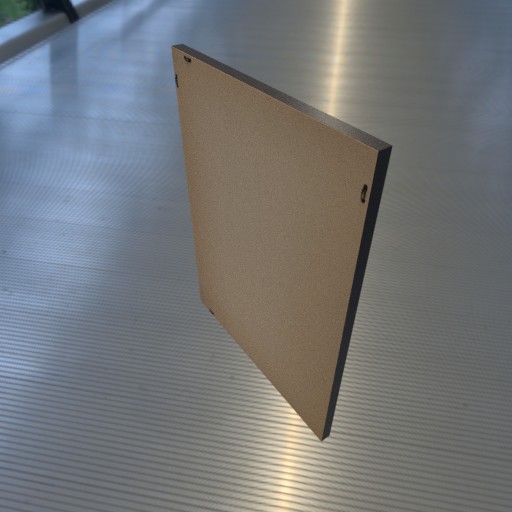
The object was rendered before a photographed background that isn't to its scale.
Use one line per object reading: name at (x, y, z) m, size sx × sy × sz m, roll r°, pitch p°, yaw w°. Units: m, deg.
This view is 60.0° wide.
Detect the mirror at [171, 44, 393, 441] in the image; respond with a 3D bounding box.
mirror at (0.000, 0.000, 1.328) m, size 0.041 × 1.016 × 0.762 m, roll -25°, pitch 46°, yaw -26°
